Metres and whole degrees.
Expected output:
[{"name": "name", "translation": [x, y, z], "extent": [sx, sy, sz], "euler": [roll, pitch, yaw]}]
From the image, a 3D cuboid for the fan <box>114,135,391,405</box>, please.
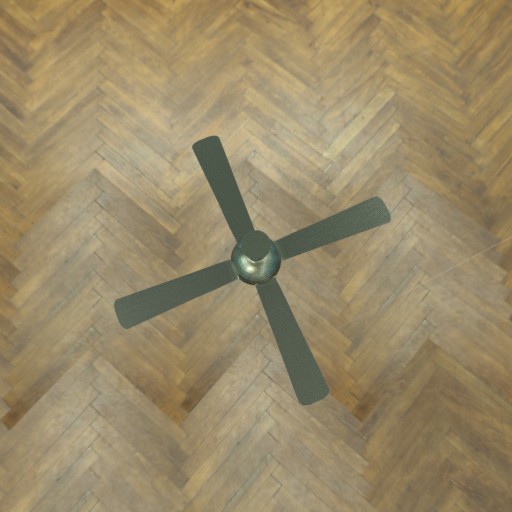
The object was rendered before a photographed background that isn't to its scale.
[{"name": "fan", "translation": [0.000, 0.000, 2.022], "extent": [1.321, 0.381, 1.321], "euler": [-2, 75, 0]}]
